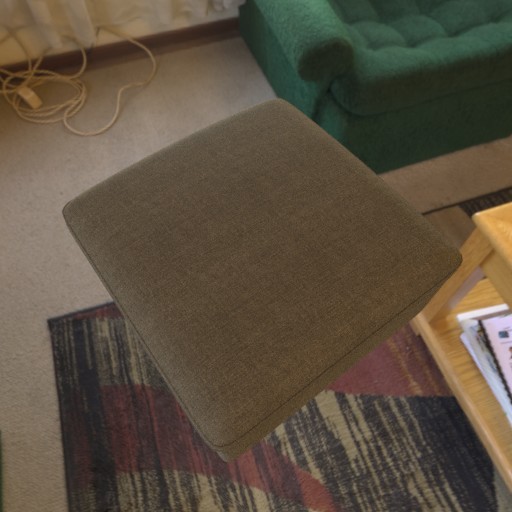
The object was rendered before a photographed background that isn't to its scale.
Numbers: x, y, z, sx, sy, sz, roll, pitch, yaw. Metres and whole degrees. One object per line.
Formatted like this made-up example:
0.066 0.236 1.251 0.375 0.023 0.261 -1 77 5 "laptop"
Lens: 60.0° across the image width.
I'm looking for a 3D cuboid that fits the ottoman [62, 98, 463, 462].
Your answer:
0.000 0.000 1.725 1.067 0.559 1.067 -32 64 -18 "ottoman"
